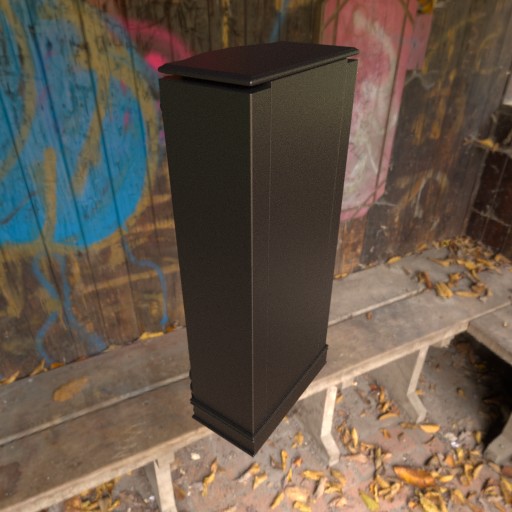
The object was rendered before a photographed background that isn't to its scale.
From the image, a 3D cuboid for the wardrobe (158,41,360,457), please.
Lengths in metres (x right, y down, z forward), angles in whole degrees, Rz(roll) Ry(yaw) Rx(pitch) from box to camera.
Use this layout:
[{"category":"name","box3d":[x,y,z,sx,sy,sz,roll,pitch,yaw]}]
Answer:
[{"category":"wardrobe","box3d":[0.000,0.000,1.203,0.295,1.011,0.444,21,38,29]}]
